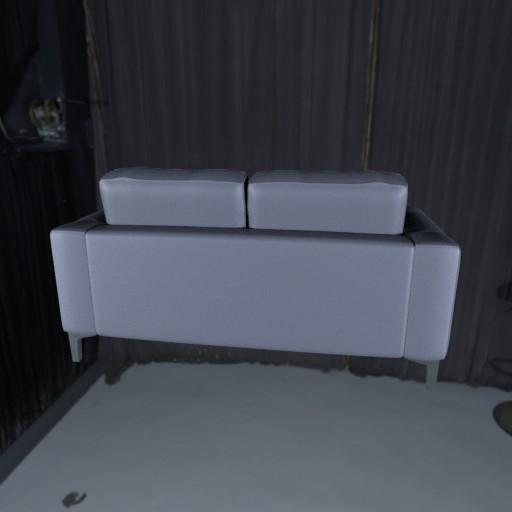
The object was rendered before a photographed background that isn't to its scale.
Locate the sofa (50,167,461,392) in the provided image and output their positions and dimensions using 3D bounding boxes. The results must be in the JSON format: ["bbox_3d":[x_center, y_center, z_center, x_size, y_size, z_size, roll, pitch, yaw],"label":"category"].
[{"bbox_3d":[0.000,0.000,2.222,1.726,0.893,0.833,3,17,8],"label":"sofa"}]
